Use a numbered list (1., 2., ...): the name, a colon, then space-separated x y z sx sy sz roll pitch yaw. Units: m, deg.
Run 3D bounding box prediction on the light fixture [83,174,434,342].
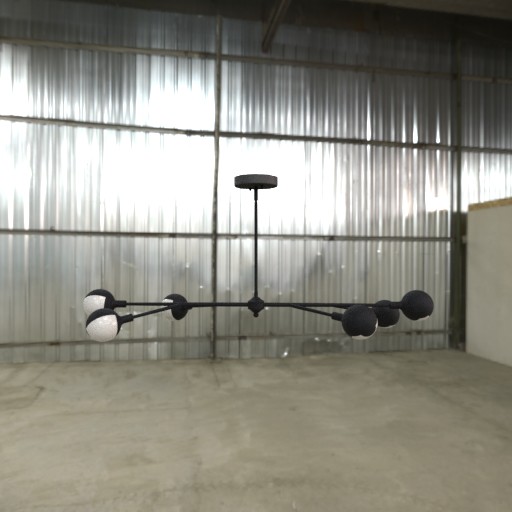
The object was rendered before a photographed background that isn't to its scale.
1. light fixture: 0.000 0.000 1.024 0.778 0.362 0.434 0 0 18
